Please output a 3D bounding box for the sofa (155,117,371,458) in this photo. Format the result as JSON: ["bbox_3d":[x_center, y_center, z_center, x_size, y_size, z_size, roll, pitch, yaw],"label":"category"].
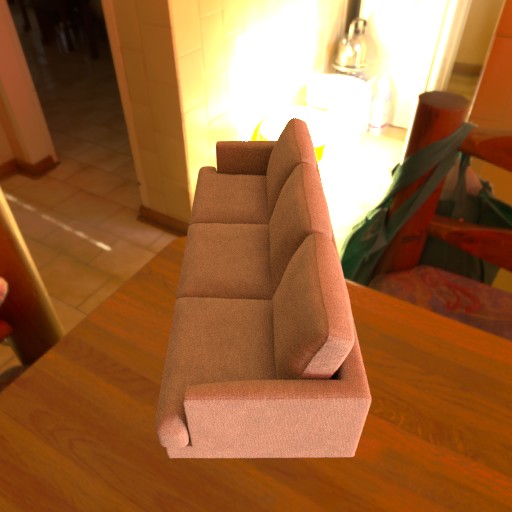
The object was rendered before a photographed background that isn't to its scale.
[{"bbox_3d":[0.000,0.000,2.706,0.903,0.930,2.246,0,41,0],"label":"sofa"}]
